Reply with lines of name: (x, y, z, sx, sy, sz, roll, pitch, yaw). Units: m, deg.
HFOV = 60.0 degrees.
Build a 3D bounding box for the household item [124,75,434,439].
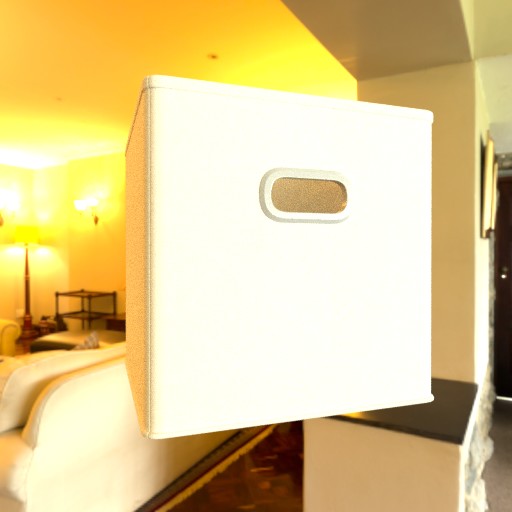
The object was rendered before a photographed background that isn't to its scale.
household item: (0.000, 0.000, 0.558, 0.305, 0.305, 0.305, 0, 0, -19)
